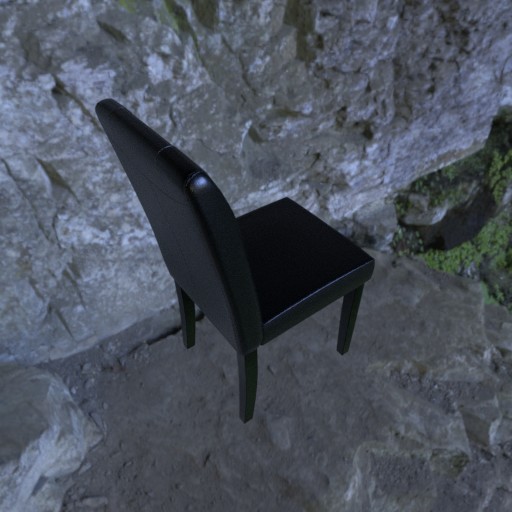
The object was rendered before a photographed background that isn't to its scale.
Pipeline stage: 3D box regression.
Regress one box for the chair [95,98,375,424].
[{"bbox_3d":[0.000,0.000,1.210,0.556,0.897,0.399,-27,48,-26],"label":"chair"}]
